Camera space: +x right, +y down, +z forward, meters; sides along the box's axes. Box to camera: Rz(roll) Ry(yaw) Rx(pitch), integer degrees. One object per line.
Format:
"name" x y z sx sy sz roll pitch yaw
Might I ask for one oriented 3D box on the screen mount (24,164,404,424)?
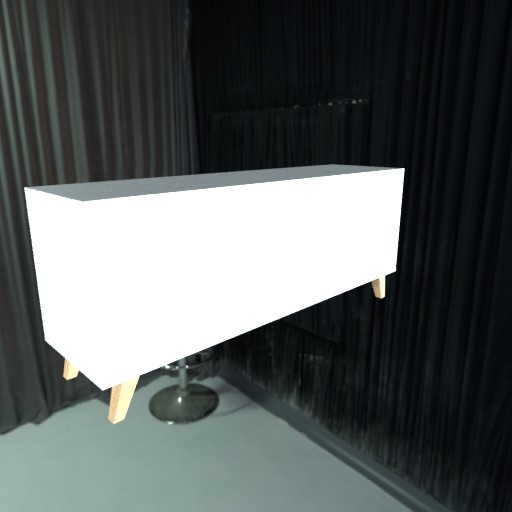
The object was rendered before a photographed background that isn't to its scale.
"screen mount" 0.000 0.000 1.733 1.490 0.619 0.400 -14 21 -42
